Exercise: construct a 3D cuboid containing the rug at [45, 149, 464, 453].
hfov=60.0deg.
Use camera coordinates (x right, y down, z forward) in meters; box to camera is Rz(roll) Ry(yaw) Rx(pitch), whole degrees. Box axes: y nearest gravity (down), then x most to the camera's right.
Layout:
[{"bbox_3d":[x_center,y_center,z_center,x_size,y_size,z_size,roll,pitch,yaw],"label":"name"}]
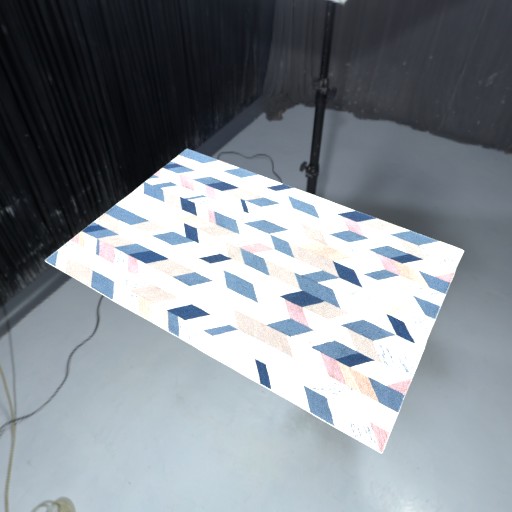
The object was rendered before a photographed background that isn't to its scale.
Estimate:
[{"bbox_3d":[0.000,0.000,2.283,1.813,0.006,1.202,24,51,21],"label":"rug"}]
